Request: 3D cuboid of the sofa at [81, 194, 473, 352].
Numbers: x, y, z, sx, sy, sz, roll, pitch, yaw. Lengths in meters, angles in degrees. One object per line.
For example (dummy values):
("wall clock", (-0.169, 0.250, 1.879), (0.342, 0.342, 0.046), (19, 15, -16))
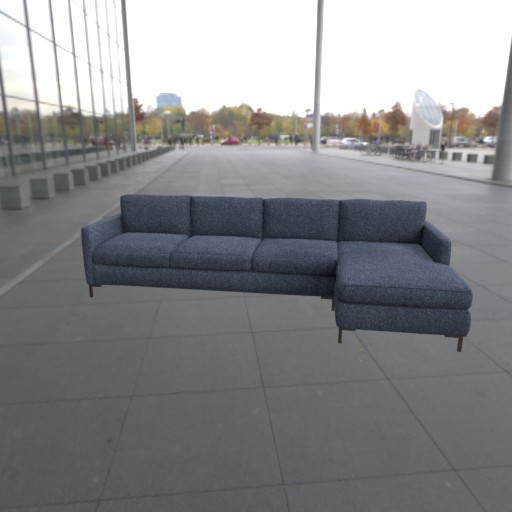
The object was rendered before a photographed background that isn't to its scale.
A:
("sofa", (0.000, 0.000, 3.546), (2.932, 0.810, 1.350), (2, 15, 9))
